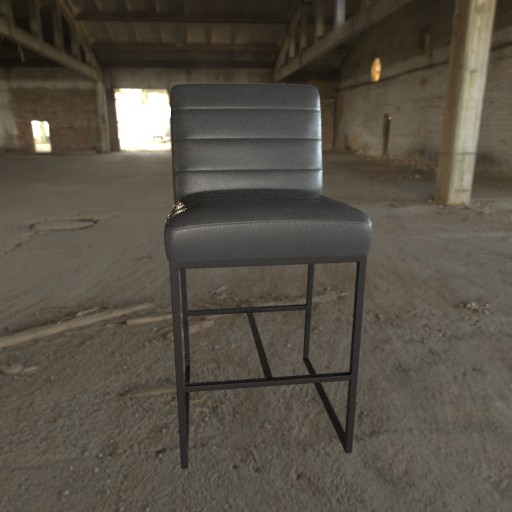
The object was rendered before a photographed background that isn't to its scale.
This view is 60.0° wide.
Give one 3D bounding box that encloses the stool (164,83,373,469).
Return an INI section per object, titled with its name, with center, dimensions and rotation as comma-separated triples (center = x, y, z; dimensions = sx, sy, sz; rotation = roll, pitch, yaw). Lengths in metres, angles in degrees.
[stool]
center = 0.000, 0.000, 1.232
dimensions = 0.457, 0.938, 0.552
rotation = -2, 16, -7
